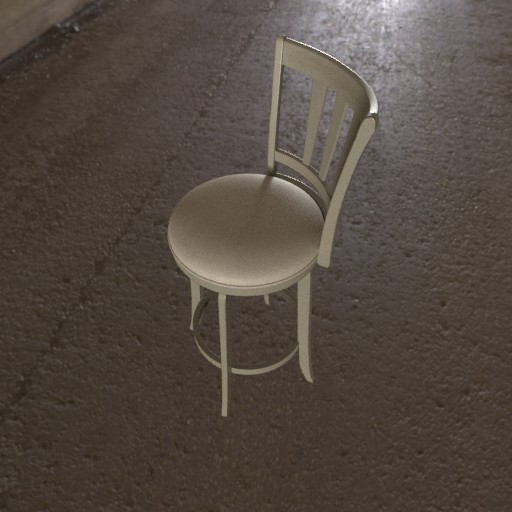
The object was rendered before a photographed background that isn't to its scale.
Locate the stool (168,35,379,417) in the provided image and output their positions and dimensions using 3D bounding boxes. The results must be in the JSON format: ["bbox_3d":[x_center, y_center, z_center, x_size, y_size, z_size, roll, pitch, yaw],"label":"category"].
[{"bbox_3d":[0.000,0.000,1.288,0.475,1.042,0.436,-17,49,-15],"label":"stool"}]
